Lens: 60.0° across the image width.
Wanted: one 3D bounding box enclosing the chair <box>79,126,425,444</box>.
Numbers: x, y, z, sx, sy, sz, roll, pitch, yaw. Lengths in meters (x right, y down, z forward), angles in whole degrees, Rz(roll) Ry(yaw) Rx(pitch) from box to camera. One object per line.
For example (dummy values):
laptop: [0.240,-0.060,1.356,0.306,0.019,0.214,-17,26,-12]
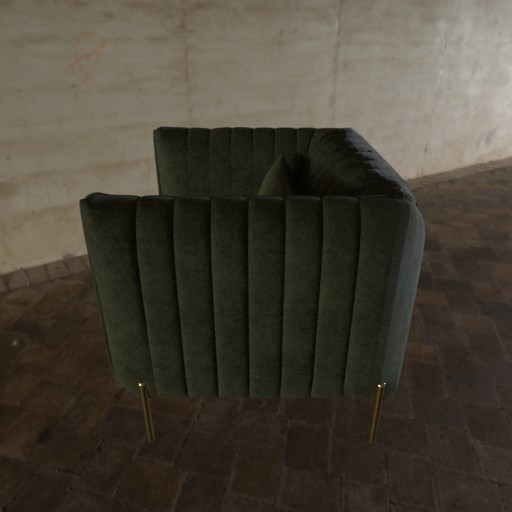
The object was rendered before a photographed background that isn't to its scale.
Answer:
chair: [0.000,0.000,1.640,0.877,0.794,1.032,0,27,0]
